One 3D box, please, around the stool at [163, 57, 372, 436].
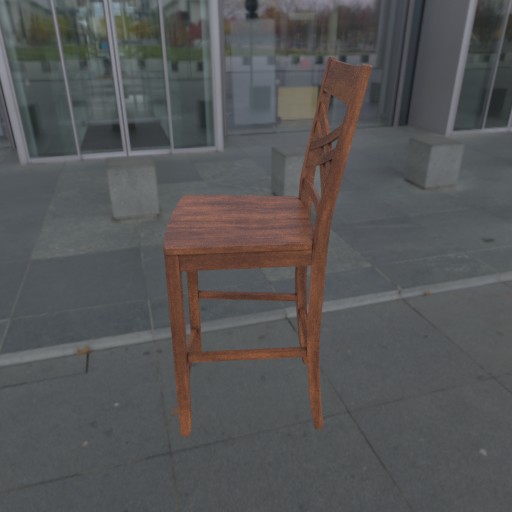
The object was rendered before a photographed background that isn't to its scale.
[{"bbox_3d":[0.000,0.000,1.355,0.504,1.098,0.426,-1,26,-1],"label":"stool"}]
